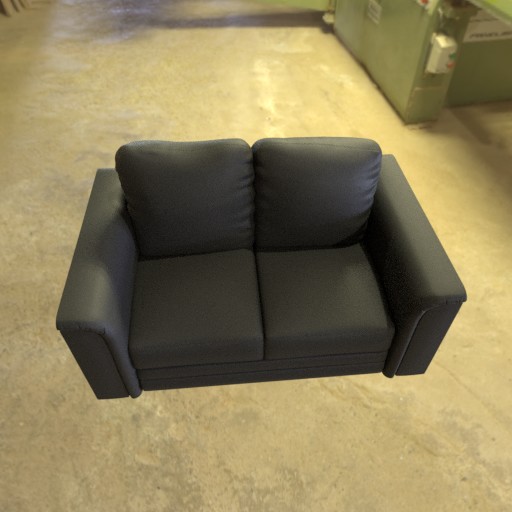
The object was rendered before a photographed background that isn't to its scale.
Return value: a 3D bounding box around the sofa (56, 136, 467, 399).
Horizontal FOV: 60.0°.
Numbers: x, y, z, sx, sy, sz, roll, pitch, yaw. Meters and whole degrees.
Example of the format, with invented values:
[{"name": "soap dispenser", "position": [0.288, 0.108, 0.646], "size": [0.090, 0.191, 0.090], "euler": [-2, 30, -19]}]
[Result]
[{"name": "sofa", "position": [0.000, 0.000, 1.908], "size": [1.386, 0.845, 0.887], "euler": [-4, 46, -3]}]
